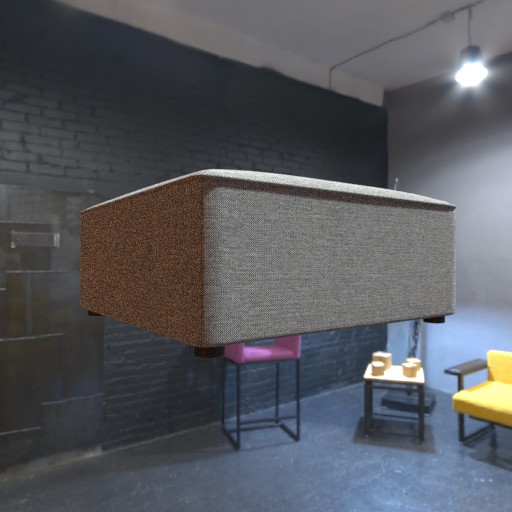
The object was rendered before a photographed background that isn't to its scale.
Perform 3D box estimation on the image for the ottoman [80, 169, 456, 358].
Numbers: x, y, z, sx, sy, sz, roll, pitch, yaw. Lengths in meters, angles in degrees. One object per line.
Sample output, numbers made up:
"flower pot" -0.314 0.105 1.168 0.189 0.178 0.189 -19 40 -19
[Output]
"ottoman" 0.000 0.000 1.618 1.005 0.455 1.005 0 0 -36
